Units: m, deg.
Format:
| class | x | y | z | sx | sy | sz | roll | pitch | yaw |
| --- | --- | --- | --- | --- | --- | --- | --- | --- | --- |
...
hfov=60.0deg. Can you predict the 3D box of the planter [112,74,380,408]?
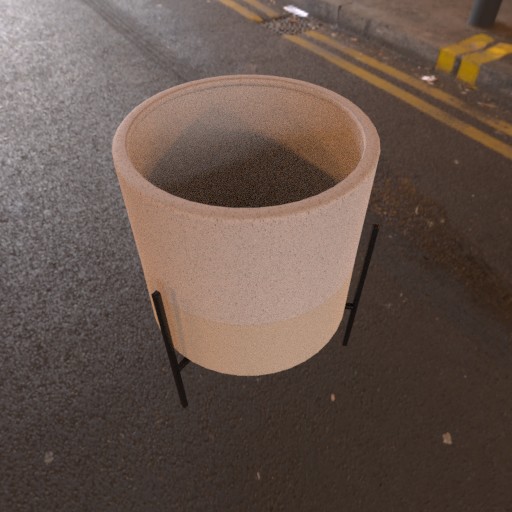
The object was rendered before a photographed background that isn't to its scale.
| class | x | y | z | sx | sy | sz | roll | pitch | yaw |
| --- | --- | --- | --- | --- | --- | --- | --- | --- | --- |
| planter | 0.000 | 0.000 | 0.670 | 0.335 | 0.423 | 0.313 | 5 | 47 | 5 |
